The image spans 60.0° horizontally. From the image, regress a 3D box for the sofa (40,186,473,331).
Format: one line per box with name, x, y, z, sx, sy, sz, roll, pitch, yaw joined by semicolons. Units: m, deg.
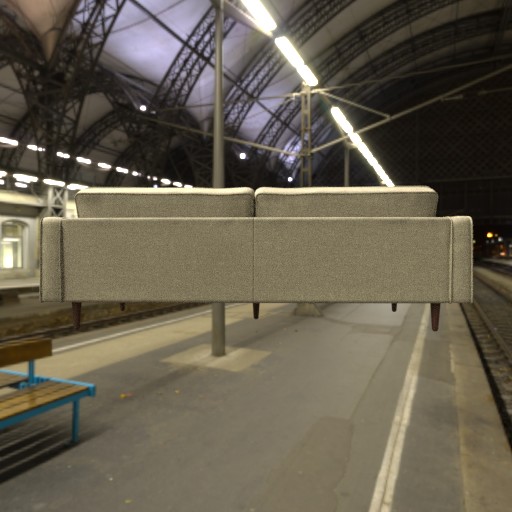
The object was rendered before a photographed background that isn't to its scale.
sofa;0.000;0.000;2.662;2.211;0.762;0.914;0;1;1
